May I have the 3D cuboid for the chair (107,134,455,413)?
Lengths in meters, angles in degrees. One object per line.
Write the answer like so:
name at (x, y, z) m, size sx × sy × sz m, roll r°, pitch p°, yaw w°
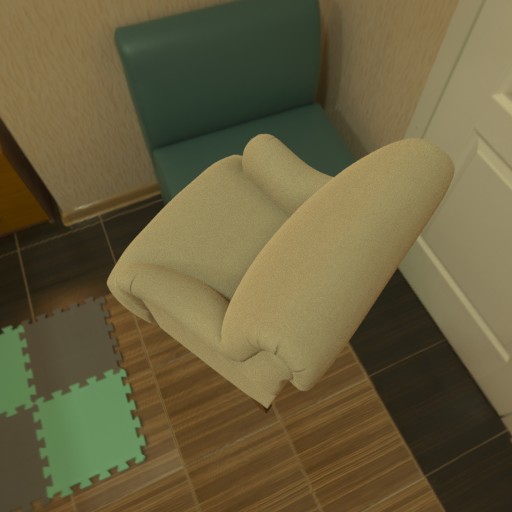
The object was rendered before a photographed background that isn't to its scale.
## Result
chair at (0.000, 0.000, 1.521) m, size 0.842 × 0.942 × 0.766 m, roll 33°, pitch 66°, yaw 17°
